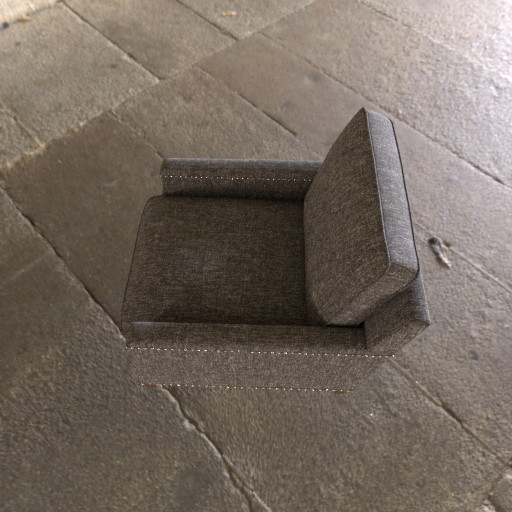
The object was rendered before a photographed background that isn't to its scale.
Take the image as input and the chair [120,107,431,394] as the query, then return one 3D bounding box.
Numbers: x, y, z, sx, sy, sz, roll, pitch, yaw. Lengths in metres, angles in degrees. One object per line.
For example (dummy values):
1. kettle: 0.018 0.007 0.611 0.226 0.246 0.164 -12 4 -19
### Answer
1. chair: 0.000 0.000 1.746 1.014 0.943 0.853 2 58 1
